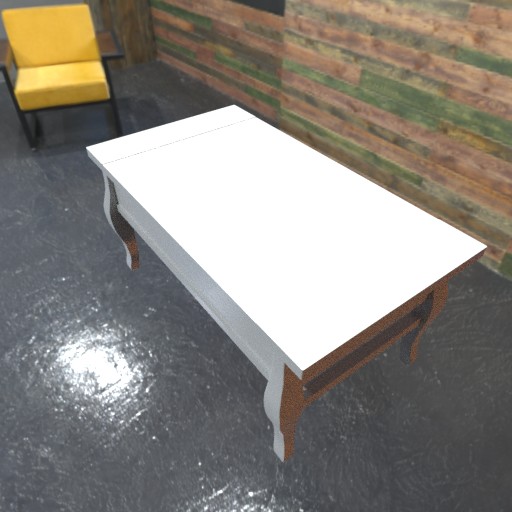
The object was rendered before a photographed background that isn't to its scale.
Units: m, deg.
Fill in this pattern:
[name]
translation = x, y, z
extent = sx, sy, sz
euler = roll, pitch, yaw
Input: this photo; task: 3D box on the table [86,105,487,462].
[table]
translation = 0.000, 0.000, 1.408
extent = 0.600, 0.495, 1.062
euler = -26, 47, -27
